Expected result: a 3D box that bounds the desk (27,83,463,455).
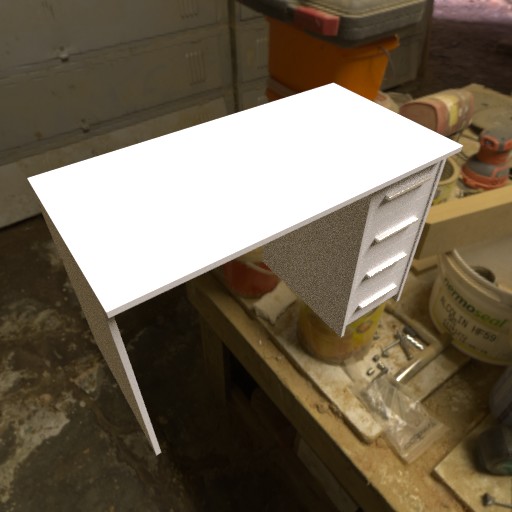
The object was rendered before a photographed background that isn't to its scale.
[{"bbox_3d":[0.000,0.000,1.491,1.096,0.730,0.560,-26,49,-25],"label":"desk"}]
